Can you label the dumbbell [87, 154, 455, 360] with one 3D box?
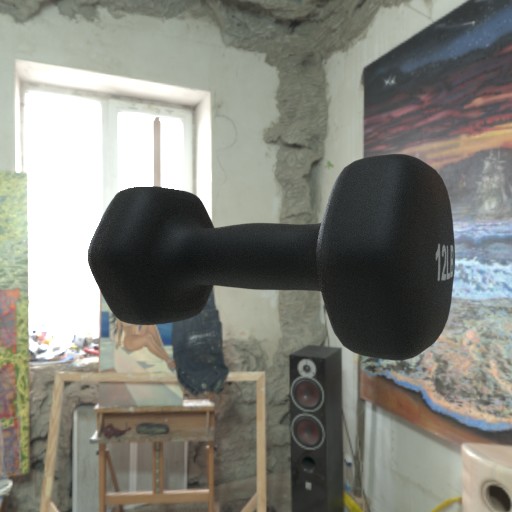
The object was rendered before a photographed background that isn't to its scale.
[{"bbox_3d":[0.000,0.000,0.285,0.231,0.101,0.112,0,1,35],"label":"dumbbell"}]
